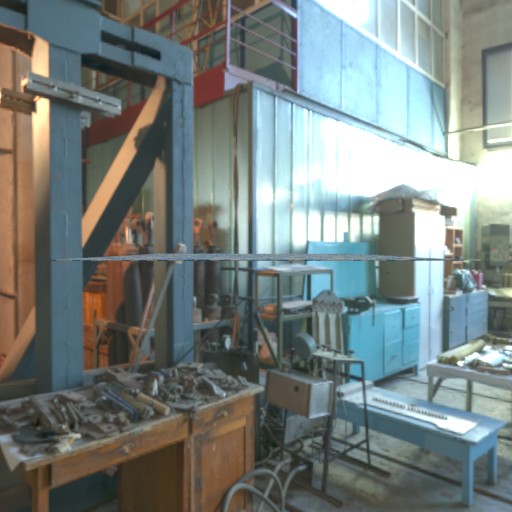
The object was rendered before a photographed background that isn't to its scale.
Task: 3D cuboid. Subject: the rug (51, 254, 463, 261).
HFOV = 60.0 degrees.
[{"bbox_3d":[0.000,0.000,4.108,2.435,0.007,3.007,0,1,0],"label":"rug"}]
